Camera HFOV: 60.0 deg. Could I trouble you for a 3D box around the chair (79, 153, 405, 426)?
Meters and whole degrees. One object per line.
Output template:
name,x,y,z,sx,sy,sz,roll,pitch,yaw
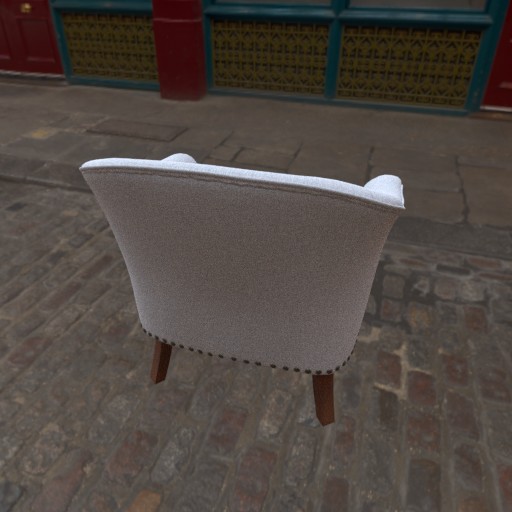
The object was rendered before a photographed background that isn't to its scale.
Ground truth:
chair,0.000,0.000,1.357,0.798,0.815,0.704,9,33,15
